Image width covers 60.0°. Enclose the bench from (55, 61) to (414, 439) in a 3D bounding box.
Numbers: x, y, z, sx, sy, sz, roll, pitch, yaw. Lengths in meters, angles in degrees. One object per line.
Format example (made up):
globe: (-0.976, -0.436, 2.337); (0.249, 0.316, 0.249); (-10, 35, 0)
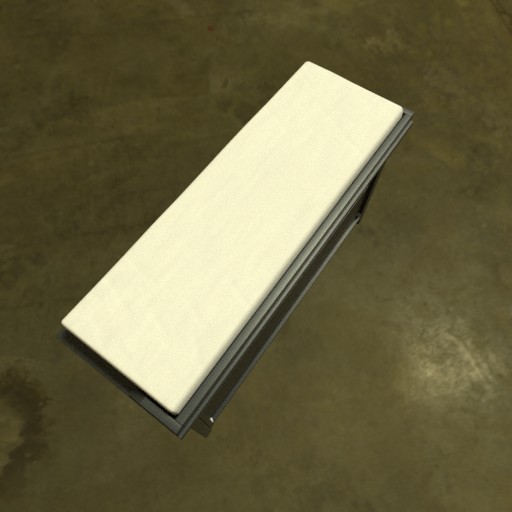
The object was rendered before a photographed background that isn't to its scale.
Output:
bench: (0.000, 0.000, 1.260); (0.345, 0.561, 0.973); (33, 69, 15)
